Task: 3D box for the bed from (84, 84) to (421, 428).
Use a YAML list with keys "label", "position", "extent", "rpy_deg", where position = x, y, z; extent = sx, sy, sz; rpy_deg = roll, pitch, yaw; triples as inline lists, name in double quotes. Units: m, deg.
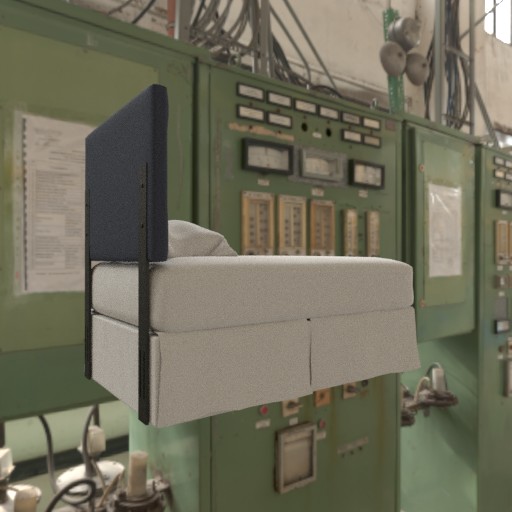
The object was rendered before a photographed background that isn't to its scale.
- label: "bed"
  position: [0.000, 0.000, 3.028]
  extent: [1.997, 1.571, 1.261]
  rpy_deg: [0, 0, -36]
